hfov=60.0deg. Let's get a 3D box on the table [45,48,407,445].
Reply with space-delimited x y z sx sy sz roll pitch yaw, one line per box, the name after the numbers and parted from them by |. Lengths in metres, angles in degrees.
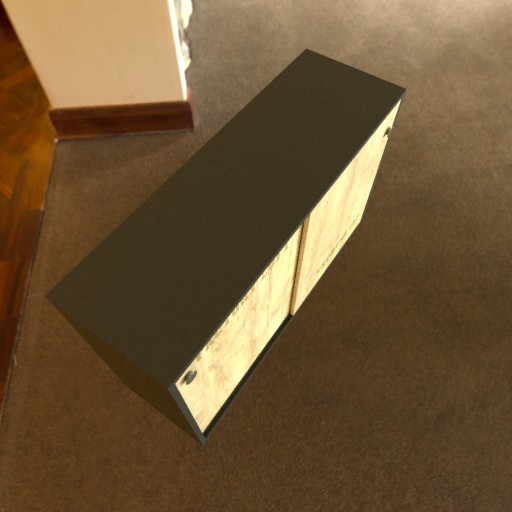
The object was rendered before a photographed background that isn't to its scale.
0.000 0.000 1.625 0.400 0.855 1.200 31 63 18 | table
